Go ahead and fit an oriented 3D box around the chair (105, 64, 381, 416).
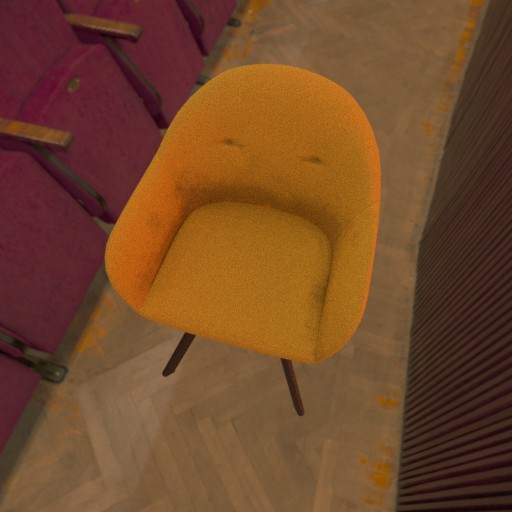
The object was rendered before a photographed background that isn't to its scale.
[{"bbox_3d":[0.000,0.000,1.173,0.545,0.775,0.565,14,60,8],"label":"chair"}]
